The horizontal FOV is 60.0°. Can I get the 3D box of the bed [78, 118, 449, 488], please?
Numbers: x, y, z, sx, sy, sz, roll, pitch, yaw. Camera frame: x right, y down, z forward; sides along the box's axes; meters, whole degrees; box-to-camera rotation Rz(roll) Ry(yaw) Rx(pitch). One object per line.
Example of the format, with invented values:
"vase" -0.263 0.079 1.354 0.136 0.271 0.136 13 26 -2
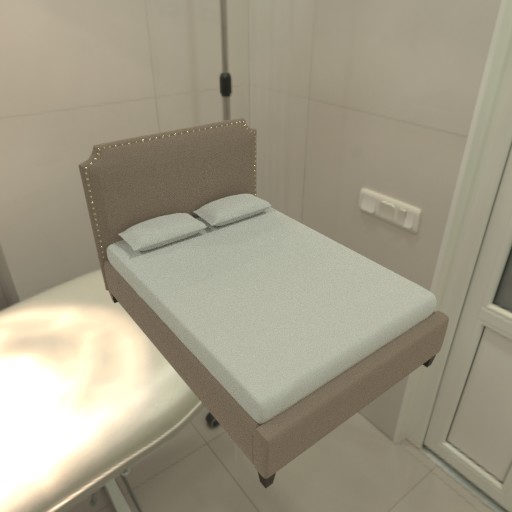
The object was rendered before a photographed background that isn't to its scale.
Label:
"bed" 0.000 0.000 3.390 1.713 1.443 2.372 -21 37 -31
